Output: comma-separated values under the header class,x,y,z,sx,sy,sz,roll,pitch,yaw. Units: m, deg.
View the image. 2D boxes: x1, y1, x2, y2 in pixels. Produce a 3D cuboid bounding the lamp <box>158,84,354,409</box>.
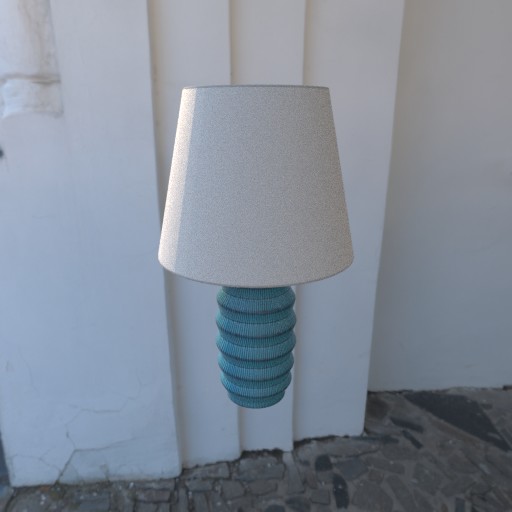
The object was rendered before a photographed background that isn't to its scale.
class,x,y,z,sx,sy,sz,roll,pitch,yaw
lamp,0.000,0.000,0.822,0.355,0.582,0.355,0,18,0
